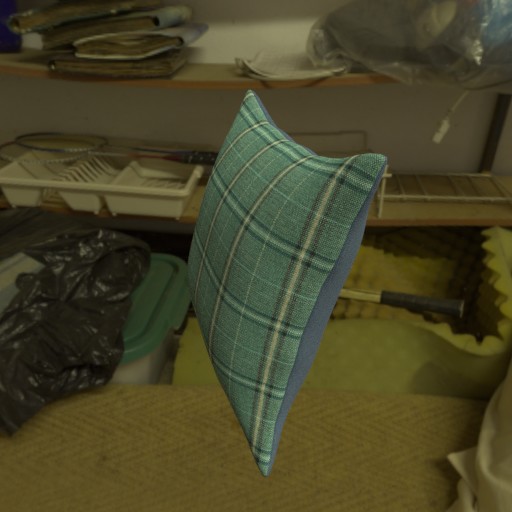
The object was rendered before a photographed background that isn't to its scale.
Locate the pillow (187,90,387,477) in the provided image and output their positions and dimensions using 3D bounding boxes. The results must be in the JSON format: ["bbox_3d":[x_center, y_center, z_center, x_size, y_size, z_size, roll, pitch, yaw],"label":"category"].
[{"bbox_3d":[0.000,0.000,0.692,0.200,0.430,0.453,-8,30,-15],"label":"pillow"}]
